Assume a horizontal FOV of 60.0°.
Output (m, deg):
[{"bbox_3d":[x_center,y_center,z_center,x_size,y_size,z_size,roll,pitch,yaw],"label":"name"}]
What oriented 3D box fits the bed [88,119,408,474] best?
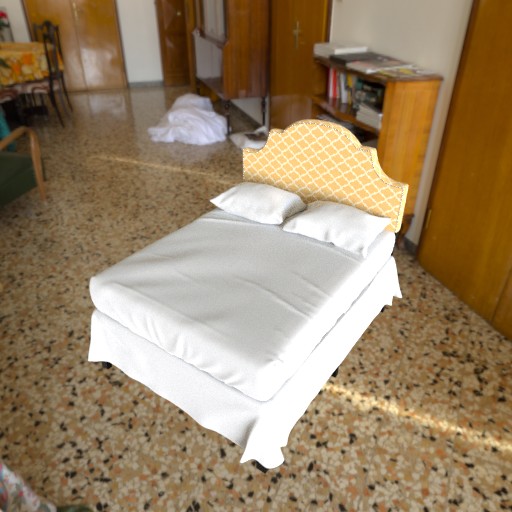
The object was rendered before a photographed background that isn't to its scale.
[{"bbox_3d":[0.000,0.000,3.400,1.780,1.633,2.222,21,38,29],"label":"bed"}]
